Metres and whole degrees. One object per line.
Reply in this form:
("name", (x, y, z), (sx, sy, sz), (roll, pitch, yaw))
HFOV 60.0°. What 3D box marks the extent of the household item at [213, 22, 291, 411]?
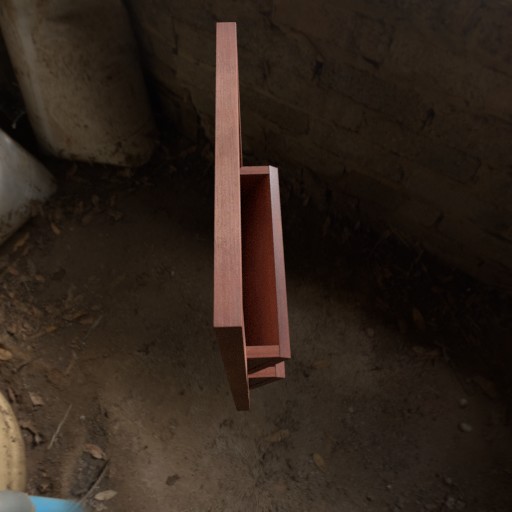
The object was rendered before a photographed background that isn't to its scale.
("household item", (0.000, 0.000, 0.546), (0.067, 0.407, 0.310), (-2, 63, -1))
